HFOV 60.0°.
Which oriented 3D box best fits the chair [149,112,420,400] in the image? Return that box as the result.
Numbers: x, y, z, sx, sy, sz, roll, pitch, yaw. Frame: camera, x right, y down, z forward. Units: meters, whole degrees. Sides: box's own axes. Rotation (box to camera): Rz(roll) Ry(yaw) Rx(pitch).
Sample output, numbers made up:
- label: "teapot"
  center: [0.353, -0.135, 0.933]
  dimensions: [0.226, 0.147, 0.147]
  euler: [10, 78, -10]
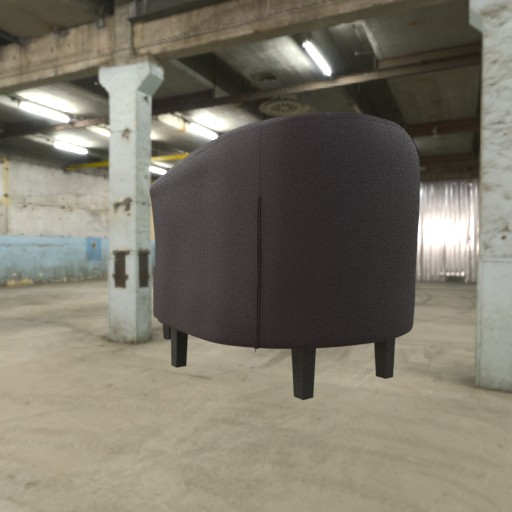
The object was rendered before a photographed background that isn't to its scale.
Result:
- label: "chair"
  center: [0.000, 0.000, 1.645]
  dimensions: [0.763, 0.760, 1.191]
  euler: [0, 0, -36]
